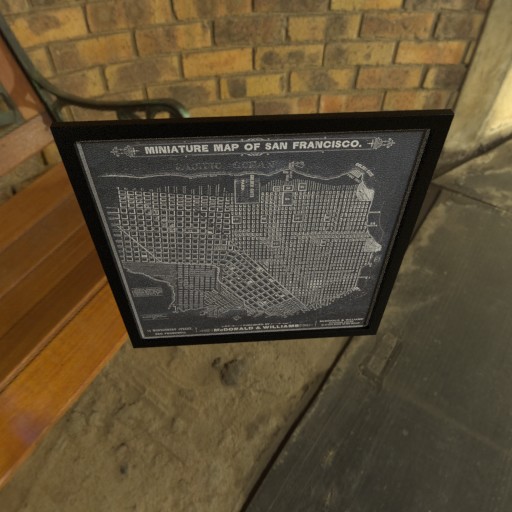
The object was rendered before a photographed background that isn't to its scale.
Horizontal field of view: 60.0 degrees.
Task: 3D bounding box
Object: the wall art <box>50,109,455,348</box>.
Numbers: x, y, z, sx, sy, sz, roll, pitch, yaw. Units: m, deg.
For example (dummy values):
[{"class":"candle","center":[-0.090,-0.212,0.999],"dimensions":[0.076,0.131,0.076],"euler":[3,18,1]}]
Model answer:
[{"class":"wall art","center":[0.000,0.000,0.670],"dimensions":[0.457,0.458,0.012],"euler":[-3,47,-3]}]
